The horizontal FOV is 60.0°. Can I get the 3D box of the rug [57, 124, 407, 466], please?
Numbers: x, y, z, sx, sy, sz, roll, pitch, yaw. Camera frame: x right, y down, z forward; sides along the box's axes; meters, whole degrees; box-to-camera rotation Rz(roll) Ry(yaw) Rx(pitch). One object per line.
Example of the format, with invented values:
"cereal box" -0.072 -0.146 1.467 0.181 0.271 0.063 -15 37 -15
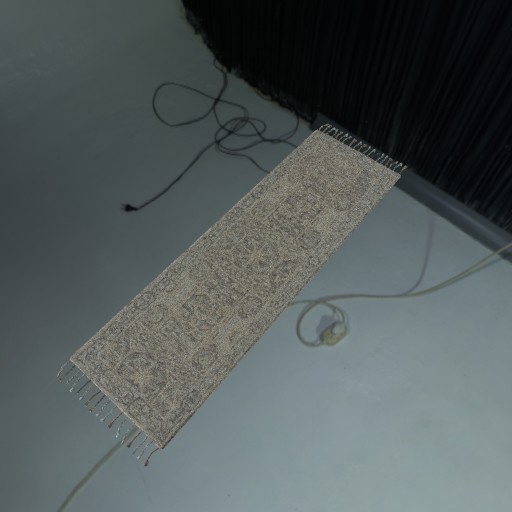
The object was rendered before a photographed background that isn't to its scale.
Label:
"rug" 0.000 0.000 2.909 0.762 0.011 2.664 35 65 20
